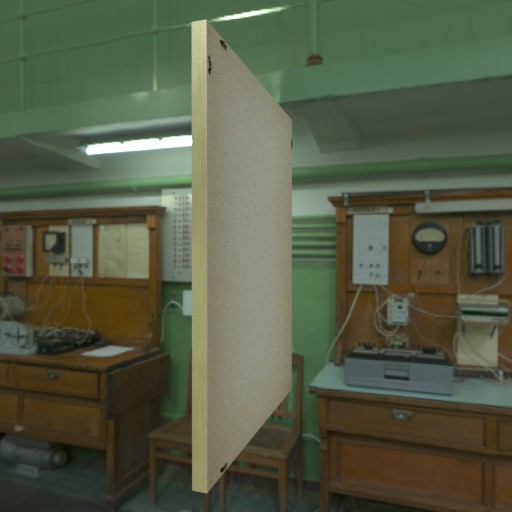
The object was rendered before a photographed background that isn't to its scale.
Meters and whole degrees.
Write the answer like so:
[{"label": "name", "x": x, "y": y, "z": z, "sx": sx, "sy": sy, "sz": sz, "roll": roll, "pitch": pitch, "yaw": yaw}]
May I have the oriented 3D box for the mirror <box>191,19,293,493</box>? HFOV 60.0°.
[{"label": "mirror", "x": 0.000, "y": 0.000, "z": 1.316, "sx": 0.040, "sy": 1.016, "sz": 0.762, "roll": 0, "pitch": 1, "yaw": 18}]
